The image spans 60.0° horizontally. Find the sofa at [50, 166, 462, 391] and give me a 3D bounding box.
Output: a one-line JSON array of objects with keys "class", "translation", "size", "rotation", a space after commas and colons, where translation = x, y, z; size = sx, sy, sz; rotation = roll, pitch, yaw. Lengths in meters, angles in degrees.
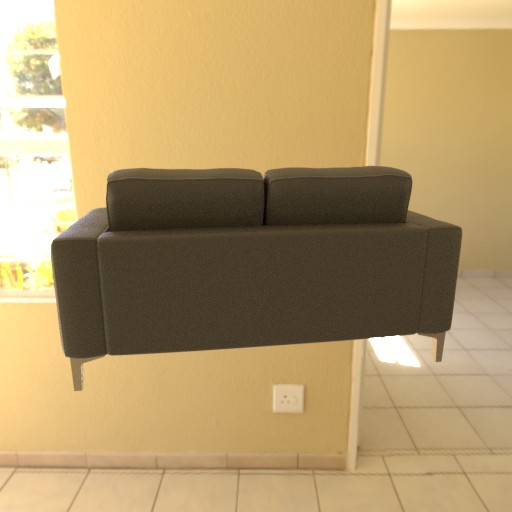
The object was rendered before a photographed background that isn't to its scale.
[{"class": "sofa", "translation": [0.000, 0.000, 2.212], "size": [1.726, 0.892, 0.833], "rotation": [-2, 15, -9]}]
